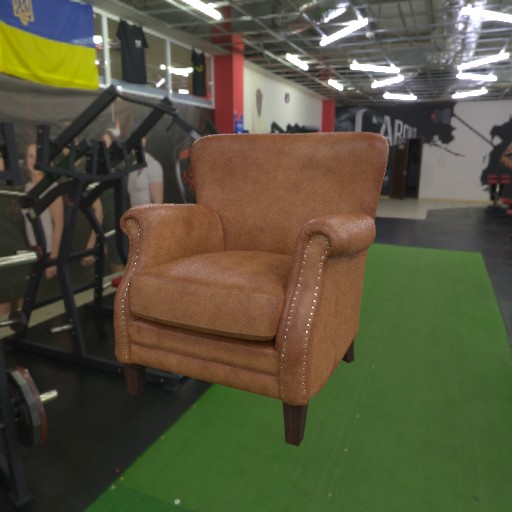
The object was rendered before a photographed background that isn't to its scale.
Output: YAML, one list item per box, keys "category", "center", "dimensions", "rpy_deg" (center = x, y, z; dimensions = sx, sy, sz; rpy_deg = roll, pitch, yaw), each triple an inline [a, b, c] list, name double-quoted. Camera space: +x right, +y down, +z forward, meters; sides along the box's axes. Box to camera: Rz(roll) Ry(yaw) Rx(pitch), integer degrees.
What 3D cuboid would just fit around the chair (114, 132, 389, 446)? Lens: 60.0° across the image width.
- category: "chair"
  center: [0.000, 0.000, 1.706]
  dimensions: [0.861, 0.936, 0.921]
  rpy_deg: [6, 15, 24]
